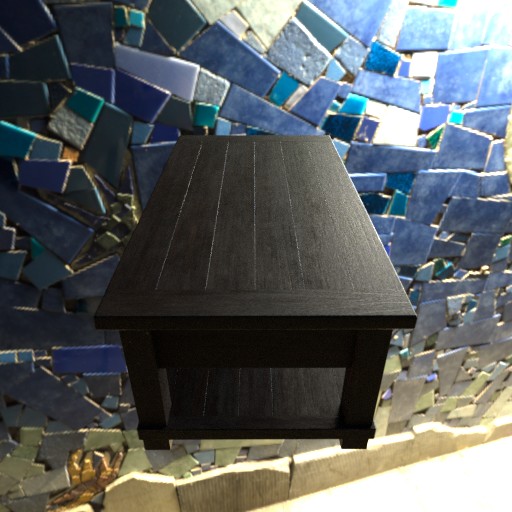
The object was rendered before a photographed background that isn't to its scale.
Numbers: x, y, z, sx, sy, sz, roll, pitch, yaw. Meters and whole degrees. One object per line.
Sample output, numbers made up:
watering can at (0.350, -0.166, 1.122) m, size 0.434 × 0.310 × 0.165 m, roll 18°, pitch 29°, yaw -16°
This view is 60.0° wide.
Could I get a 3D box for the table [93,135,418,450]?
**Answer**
table at (0.000, 0.000, 1.590) m, size 0.700 × 0.494 × 1.270 m, roll 0°, pitch 32°, yaw 0°
